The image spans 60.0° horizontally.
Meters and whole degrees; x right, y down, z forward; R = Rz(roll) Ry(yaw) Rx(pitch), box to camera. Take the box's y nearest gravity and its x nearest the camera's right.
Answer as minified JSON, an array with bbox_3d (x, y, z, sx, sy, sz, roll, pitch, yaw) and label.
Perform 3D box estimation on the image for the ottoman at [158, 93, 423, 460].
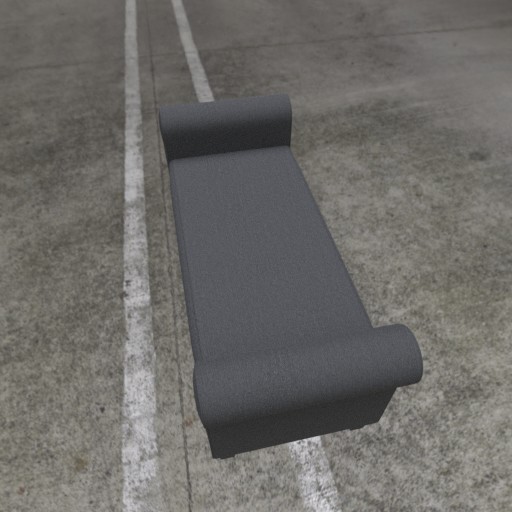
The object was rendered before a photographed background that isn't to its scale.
[{"bbox_3d":[0.000,0.000,1.536,0.521,0.547,1.256,-9,49,-8],"label":"ottoman"}]
